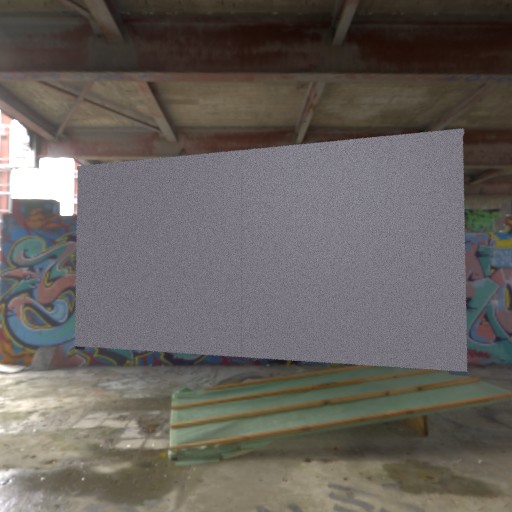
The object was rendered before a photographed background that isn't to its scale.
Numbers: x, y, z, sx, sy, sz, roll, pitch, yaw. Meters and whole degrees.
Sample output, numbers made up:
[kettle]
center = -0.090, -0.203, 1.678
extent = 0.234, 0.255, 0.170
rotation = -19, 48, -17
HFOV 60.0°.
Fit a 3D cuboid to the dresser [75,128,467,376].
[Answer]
[dresser]
center = 0.000, 0.000, 1.822
extent = 1.535, 0.790, 0.333
rotation = -1, -2, 19
